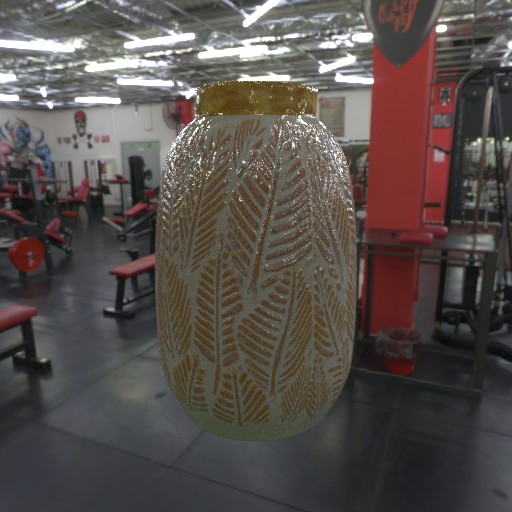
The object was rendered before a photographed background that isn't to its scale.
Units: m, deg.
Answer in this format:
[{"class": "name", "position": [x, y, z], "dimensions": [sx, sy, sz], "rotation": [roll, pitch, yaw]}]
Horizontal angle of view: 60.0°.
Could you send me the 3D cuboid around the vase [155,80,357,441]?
[{"class": "vase", "position": [0.000, 0.000, 0.381], "dimensions": [0.172, 0.270, 0.172], "rotation": [0, 13, 0]}]
